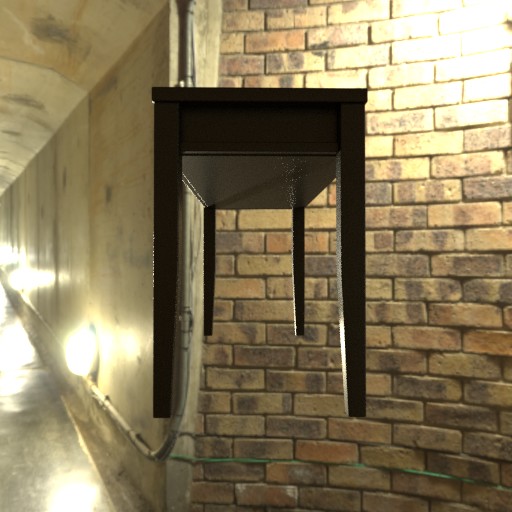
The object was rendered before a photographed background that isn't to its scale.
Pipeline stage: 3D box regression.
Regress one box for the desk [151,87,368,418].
[{"bbox_3d":[0.000,0.000,1.641,0.508,0.775,1.220,0,-1,-1],"label":"desk"}]
